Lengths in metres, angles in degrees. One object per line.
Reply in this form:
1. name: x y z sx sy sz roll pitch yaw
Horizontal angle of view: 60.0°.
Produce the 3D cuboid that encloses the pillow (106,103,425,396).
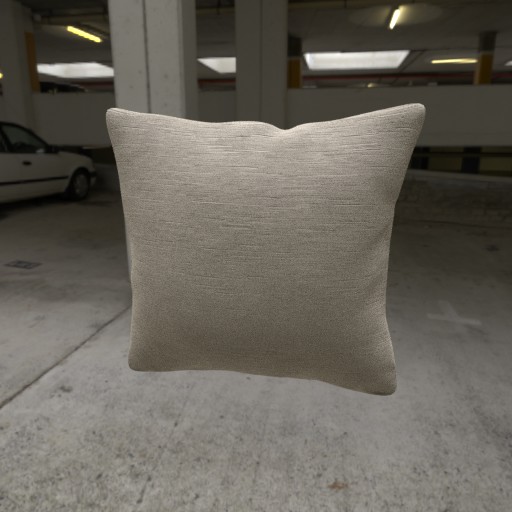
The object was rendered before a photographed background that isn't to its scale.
1. pillow: 0.000 0.000 0.652 0.437 0.420 0.162 3 15 10
